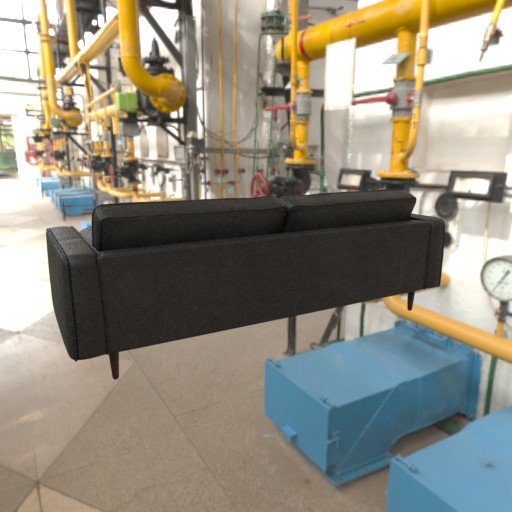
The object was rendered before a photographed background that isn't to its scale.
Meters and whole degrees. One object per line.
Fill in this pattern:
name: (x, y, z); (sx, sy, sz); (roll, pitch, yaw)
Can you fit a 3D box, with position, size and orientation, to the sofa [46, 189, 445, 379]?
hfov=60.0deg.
sofa: (0.000, 0.000, 2.622); (2.210, 0.762, 0.914); (-7, 15, -28)
